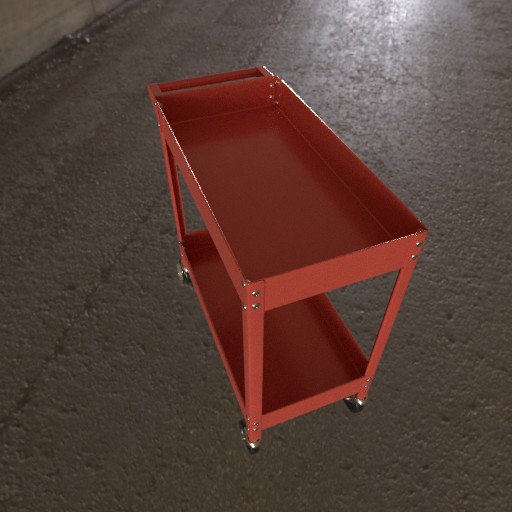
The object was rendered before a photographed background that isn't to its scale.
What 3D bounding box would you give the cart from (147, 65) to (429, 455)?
[{"bbox_3d":[0.000,0.000,1.220,0.366,0.719,0.779,-16,48,-15],"label":"cart"}]
